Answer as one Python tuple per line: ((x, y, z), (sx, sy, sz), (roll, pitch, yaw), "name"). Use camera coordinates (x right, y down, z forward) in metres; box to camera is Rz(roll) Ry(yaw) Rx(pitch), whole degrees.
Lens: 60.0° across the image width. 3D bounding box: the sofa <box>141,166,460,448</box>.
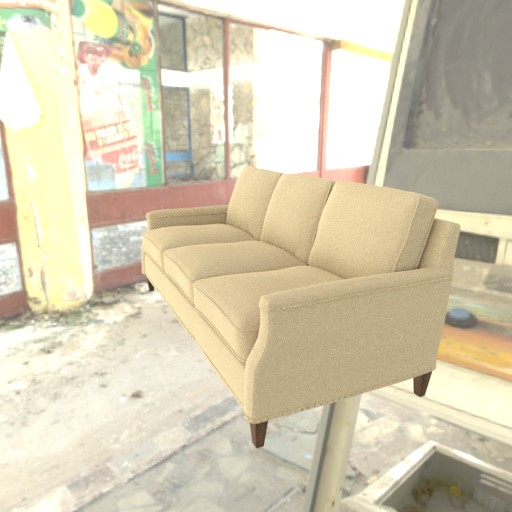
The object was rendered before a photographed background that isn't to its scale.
((0.000, 0.000, 2.832), (1.084, 1.003, 2.246), (-7, 17, -24), "sofa")
